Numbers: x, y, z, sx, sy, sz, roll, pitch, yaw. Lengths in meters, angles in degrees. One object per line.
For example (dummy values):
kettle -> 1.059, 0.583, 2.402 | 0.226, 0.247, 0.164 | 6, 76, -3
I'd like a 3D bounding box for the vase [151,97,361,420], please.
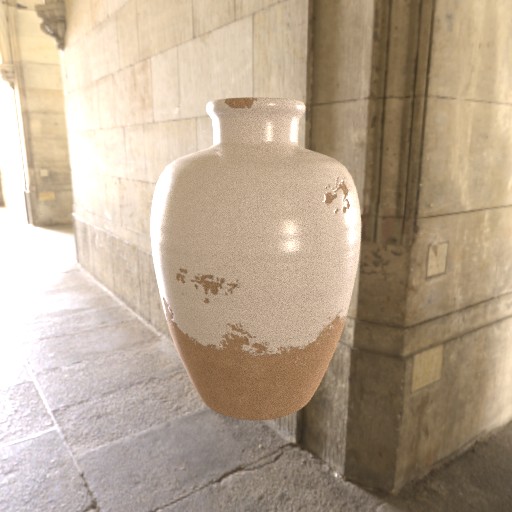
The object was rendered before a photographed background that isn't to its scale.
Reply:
vase -> 0.000, 0.000, 0.347 | 0.158, 0.228, 0.158 | 0, 14, 0
